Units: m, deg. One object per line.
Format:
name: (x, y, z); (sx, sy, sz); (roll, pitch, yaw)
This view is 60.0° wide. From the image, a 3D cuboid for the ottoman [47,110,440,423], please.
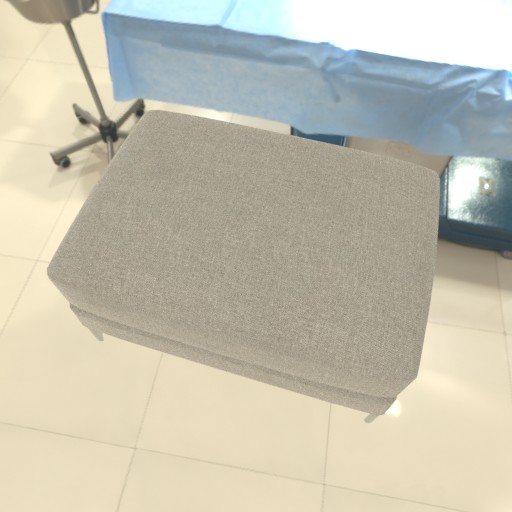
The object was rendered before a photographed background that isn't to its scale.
ottoman: (0.000, 0.000, 1.177); (0.838, 0.457, 0.584); (15, 60, 9)
